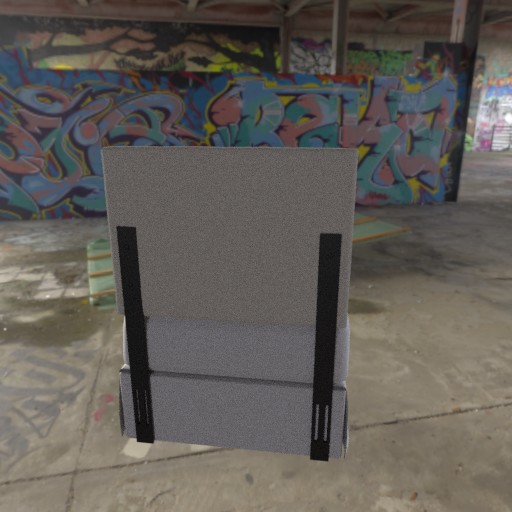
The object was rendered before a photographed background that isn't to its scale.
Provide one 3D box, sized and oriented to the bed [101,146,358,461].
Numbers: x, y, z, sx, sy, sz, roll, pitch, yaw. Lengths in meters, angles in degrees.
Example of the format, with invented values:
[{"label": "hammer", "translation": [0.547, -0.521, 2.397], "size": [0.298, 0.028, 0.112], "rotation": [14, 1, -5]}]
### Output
[{"label": "bed", "translation": [0.000, 0.000, 3.053], "size": [1.261, 1.571, 1.997], "rotation": [2, 17, 8]}]
